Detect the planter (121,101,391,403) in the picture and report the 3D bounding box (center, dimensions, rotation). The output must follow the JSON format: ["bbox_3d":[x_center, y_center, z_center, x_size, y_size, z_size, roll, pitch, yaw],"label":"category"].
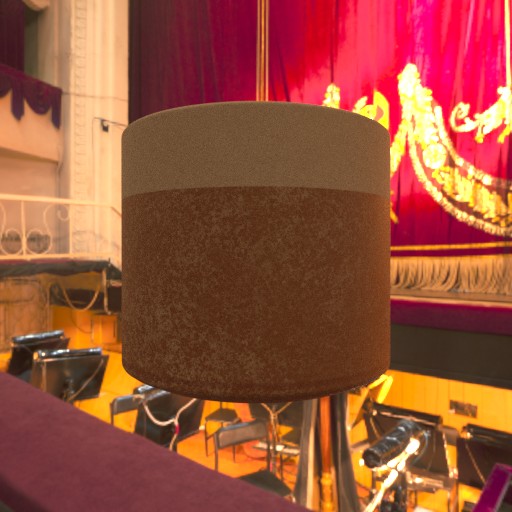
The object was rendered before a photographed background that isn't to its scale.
[{"bbox_3d":[0.000,0.000,0.273,0.159,0.138,0.159,0,0,0],"label":"planter"}]
